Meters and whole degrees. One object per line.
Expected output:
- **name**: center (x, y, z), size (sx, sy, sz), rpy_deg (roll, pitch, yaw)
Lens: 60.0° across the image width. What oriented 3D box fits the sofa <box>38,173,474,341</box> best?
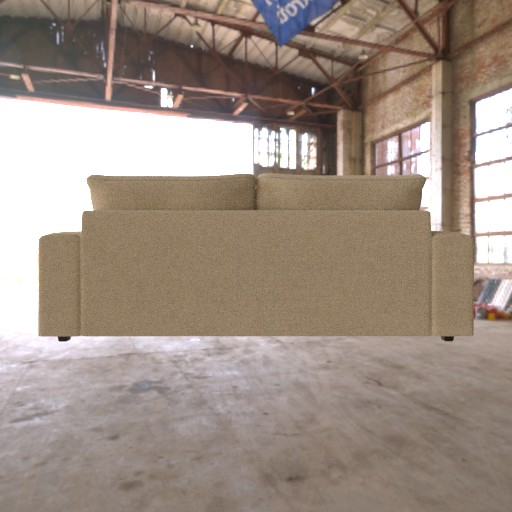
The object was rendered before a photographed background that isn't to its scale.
- **sofa**: center (0.000, 0.000, 2.848), size (2.299, 0.922, 1.040), rpy_deg (0, 0, 0)
